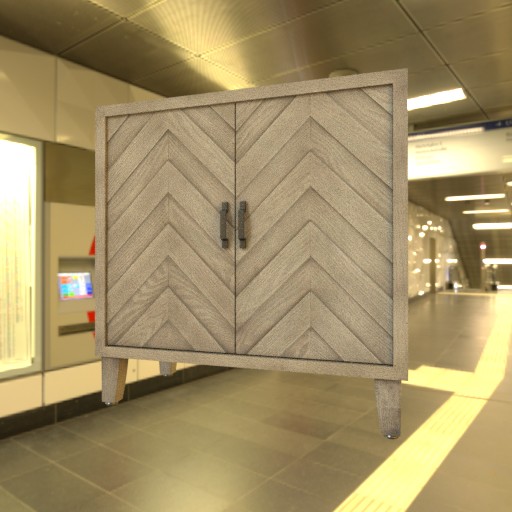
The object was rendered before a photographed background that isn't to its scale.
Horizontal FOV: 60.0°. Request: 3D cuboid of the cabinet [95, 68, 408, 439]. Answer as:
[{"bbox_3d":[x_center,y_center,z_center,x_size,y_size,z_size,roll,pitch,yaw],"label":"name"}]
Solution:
[{"bbox_3d":[0.000,0.000,1.213,0.781,0.787,0.370,0,0,18],"label":"cabinet"}]
